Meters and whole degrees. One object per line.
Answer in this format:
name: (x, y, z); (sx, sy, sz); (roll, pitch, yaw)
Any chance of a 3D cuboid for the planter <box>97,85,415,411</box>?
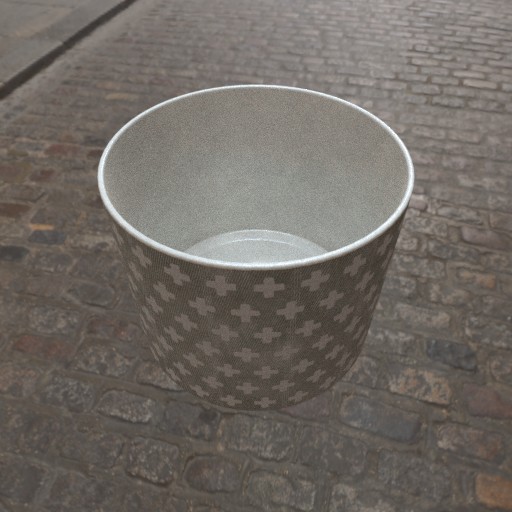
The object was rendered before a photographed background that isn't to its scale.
planter: (0.000, 0.000, 0.445); (0.250, 0.239, 0.250); (0, 46, 0)
